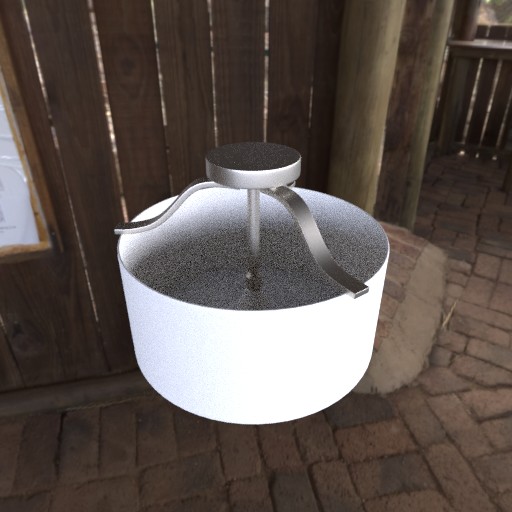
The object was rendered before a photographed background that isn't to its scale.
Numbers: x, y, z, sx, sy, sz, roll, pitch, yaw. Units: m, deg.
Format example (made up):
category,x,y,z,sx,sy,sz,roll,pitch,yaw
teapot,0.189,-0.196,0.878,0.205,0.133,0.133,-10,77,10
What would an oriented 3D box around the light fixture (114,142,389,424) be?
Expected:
category,x,y,z,sx,sy,sz,roll,pitch,yaw
light fixture,0.000,0.000,0.658,0.395,0.304,0.395,0,30,0
